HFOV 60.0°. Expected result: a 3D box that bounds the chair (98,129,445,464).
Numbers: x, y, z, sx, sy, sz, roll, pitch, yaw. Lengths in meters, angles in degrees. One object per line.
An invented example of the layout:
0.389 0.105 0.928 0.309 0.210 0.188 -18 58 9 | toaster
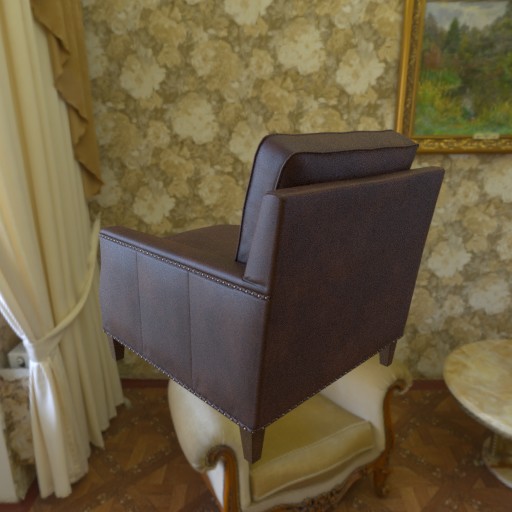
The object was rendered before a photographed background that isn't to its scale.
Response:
0.000 0.000 1.687 0.853 0.929 1.014 -16 23 -42 | chair
